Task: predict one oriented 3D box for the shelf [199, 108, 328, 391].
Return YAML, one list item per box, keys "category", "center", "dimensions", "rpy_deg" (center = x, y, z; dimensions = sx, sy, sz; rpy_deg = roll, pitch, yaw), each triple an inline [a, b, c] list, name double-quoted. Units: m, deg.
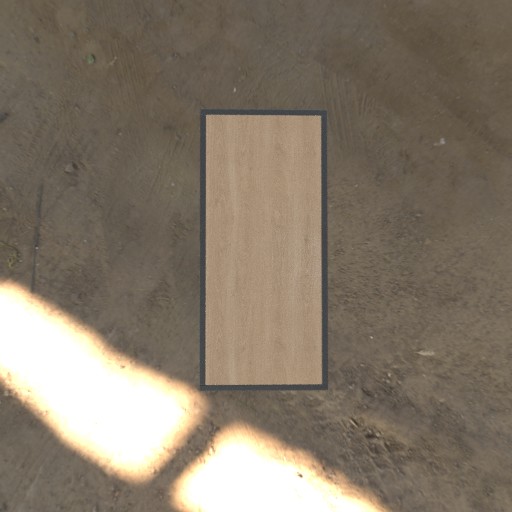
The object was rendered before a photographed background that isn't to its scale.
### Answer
- category: "shelf"
  center: [0.000, 0.000, 2.132]
  dimensions: [0.350, 1.850, 0.770]
  rpy_deg: [0, 89, -1]
